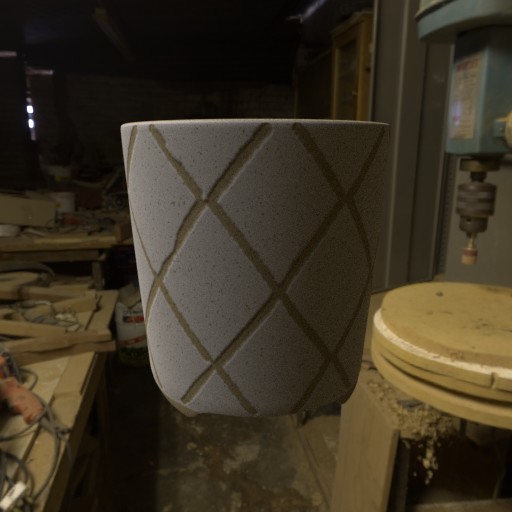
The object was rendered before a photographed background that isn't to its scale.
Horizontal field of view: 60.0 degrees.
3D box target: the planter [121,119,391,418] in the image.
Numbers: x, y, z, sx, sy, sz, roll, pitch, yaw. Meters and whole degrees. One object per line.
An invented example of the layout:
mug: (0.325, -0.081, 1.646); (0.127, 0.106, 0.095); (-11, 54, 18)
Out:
planter: (0.000, 0.000, 0.417); (0.228, 0.235, 0.228); (0, 14, 0)
